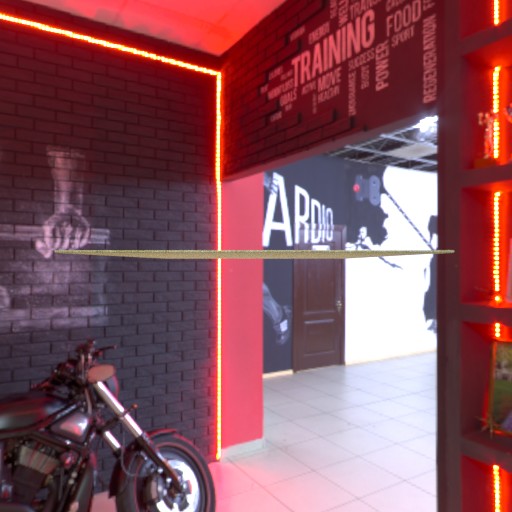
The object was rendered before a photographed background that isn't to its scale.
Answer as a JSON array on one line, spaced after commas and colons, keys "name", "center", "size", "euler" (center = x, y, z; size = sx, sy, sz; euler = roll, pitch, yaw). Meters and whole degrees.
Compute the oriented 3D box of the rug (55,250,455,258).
[{"name": "rug", "center": [0.000, 0.000, 4.278], "size": [2.425, 0.016, 3.198], "euler": [0, -1, 0]}]
